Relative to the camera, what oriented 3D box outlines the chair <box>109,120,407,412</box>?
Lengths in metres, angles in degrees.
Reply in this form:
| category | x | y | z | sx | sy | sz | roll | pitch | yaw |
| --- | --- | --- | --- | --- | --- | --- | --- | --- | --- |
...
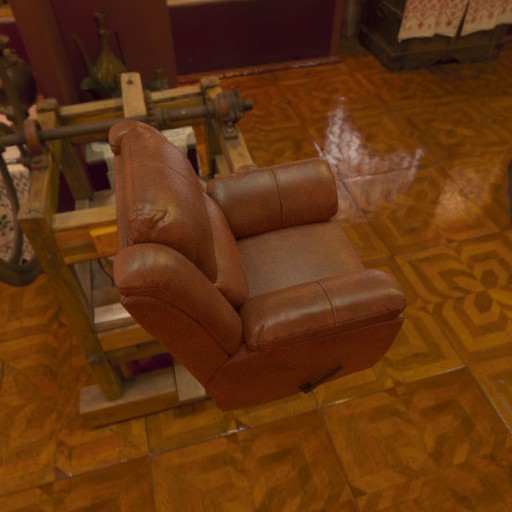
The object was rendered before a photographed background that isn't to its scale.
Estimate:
| category | x | y | z | sx | sy | sz | roll | pitch | yaw |
| --- | --- | --- | --- | --- | --- | --- | --- | --- | --- |
| chair | 0.000 | 0.000 | 1.948 | 1.041 | 1.093 | 0.990 | -10 | 48 | -9 |
